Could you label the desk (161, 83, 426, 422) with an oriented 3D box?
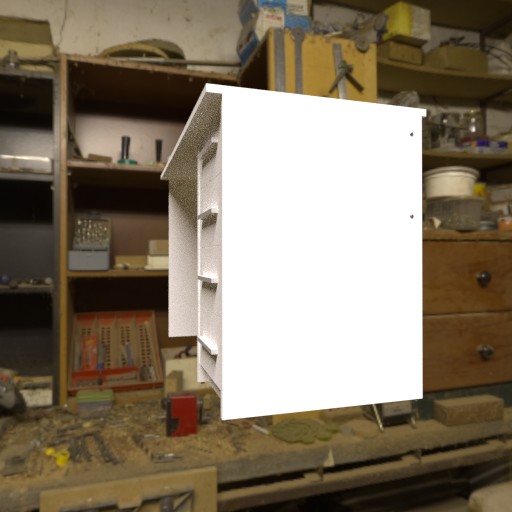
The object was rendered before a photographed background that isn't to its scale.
[{"bbox_3d":[0.000,0.000,1.552,0.560,0.730,1.096,0,-1,-17],"label":"desk"}]
